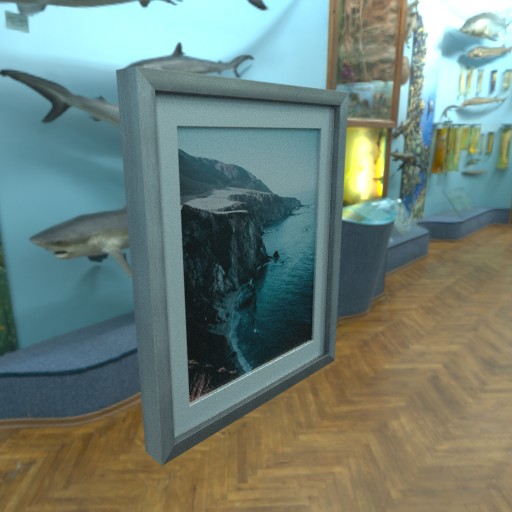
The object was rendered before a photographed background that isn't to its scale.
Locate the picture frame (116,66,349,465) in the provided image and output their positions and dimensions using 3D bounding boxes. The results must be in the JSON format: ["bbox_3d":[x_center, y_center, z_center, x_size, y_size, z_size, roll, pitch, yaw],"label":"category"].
[{"bbox_3d":[0.000,0.000,0.760,0.046,0.555,0.449,14,21,42],"label":"picture frame"}]
